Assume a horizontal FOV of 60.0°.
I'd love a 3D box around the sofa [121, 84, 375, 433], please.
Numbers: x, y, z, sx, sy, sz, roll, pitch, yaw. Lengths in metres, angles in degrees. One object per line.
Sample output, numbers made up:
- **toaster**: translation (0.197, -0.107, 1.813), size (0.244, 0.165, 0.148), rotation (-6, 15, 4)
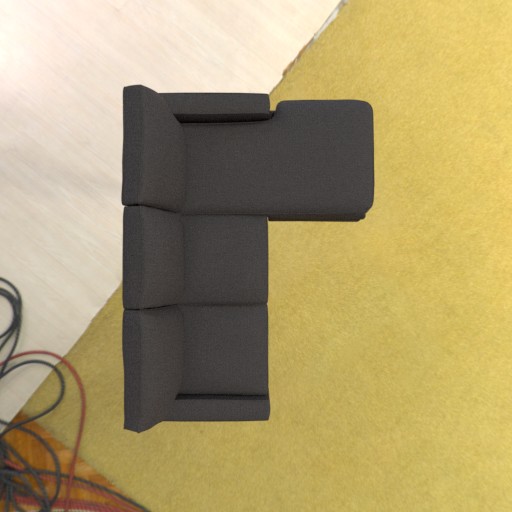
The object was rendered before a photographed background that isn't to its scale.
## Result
- **sofa**: translation (0.000, 0.000, 3.306), size (1.790, 0.973, 2.370), rotation (0, 89, 0)
